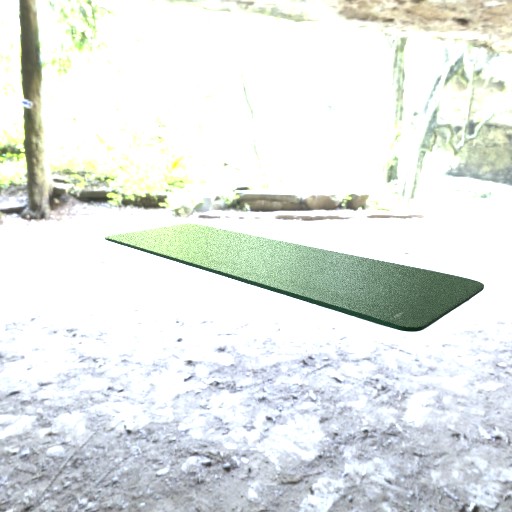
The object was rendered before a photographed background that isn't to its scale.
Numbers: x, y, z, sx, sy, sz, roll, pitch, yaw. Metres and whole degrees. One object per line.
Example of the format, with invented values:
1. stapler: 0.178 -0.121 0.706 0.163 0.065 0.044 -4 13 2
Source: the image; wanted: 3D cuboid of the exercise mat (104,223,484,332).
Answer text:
1. exercise mat: 0.000 0.000 2.101 1.869 0.021 0.616 14 20 42
